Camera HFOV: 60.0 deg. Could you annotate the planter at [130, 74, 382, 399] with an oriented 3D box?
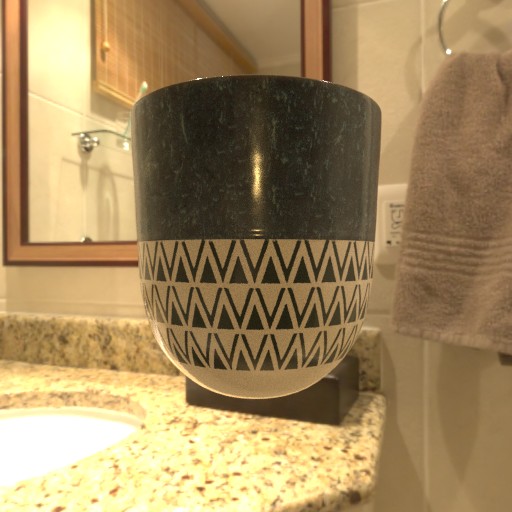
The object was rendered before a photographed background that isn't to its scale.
[{"bbox_3d":[0.000,0.000,0.357,0.195,0.214,0.195,0,0,0],"label":"planter"}]
